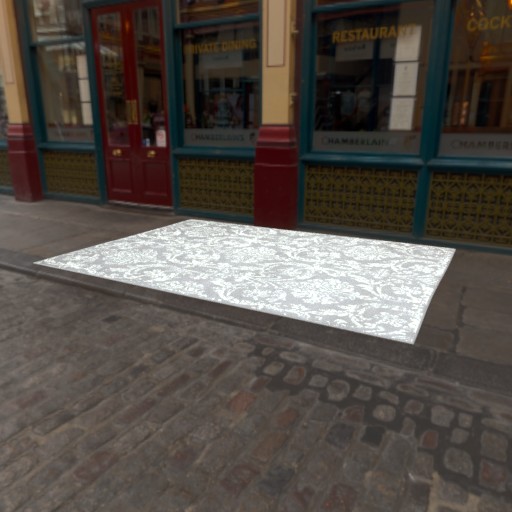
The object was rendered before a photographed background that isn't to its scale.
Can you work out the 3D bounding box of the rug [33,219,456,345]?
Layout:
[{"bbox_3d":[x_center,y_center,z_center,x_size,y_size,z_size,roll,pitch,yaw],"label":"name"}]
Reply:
[{"bbox_3d":[0.000,0.000,2.829,2.206,0.014,1.578,8,18,28],"label":"rug"}]
